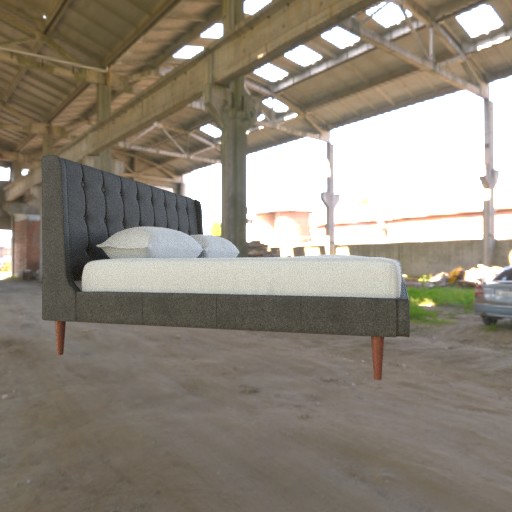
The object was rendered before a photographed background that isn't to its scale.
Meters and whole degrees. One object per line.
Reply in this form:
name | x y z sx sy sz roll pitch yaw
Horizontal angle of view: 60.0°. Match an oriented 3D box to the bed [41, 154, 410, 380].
bed | 0.000 0.000 2.544 1.638 0.933 1.531 0 -1 18
